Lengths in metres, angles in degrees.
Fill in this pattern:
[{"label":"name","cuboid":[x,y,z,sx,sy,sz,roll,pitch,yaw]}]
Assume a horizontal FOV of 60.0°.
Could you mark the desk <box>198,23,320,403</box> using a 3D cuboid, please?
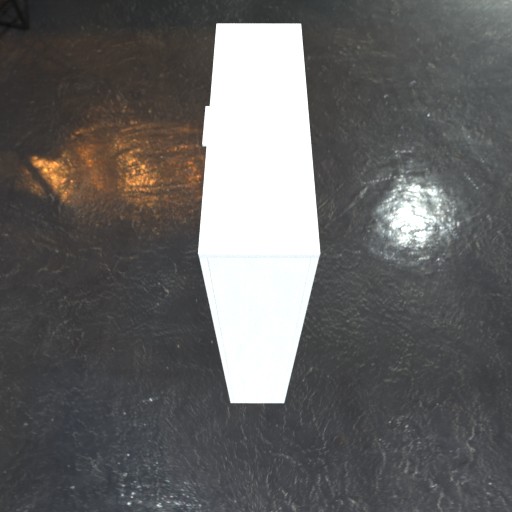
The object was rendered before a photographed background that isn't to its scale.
[{"label":"desk","cuboid":[0.000,0.000,1.597,0.250,1.280,0.750,0,59,0]}]
